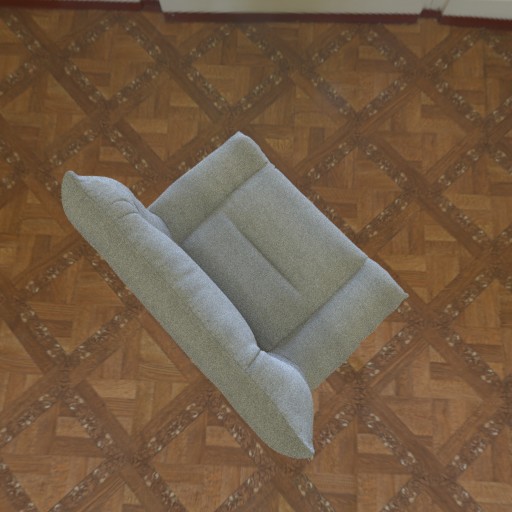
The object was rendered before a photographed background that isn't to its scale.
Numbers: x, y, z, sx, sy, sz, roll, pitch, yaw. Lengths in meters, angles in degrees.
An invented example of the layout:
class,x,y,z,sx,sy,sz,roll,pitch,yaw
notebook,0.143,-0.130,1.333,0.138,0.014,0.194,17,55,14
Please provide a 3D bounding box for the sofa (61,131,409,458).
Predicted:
class,x,y,z,sx,sy,sz,roll,pitch,yaw
sofa,0.000,0.000,1.710,0.847,0.795,1.144,-42,80,-9
